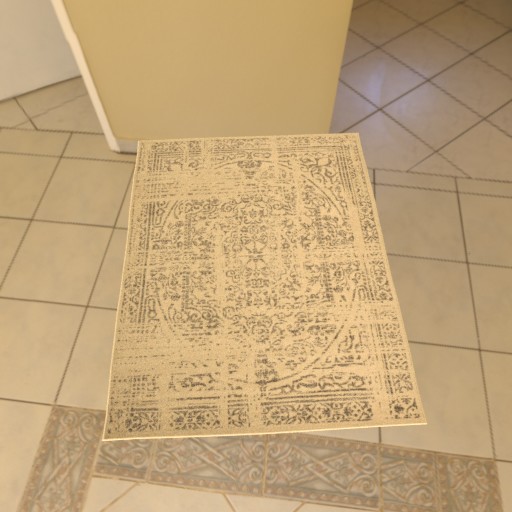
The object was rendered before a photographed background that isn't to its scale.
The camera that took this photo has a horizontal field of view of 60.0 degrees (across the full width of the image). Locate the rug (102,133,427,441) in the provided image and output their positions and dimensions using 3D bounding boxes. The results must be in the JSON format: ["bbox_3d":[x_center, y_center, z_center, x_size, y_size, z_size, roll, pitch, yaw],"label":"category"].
[{"bbox_3d":[0.000,0.000,3.869,2.311,0.032,2.921,-2,59,-1],"label":"rug"}]
